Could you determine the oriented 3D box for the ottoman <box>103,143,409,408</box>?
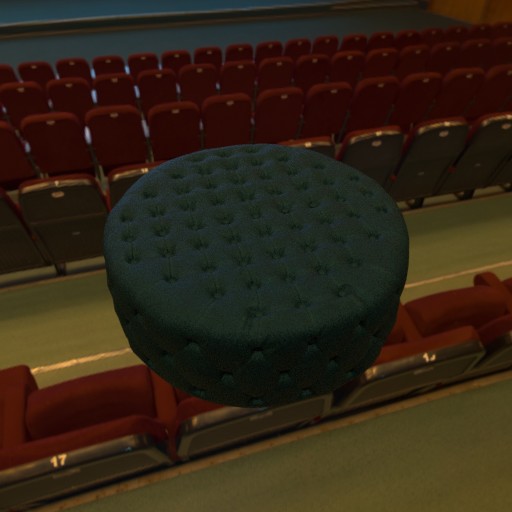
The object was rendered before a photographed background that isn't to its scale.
[{"bbox_3d":[0.000,0.000,1.536,0.998,0.398,0.998,0,42,0],"label":"ottoman"}]
